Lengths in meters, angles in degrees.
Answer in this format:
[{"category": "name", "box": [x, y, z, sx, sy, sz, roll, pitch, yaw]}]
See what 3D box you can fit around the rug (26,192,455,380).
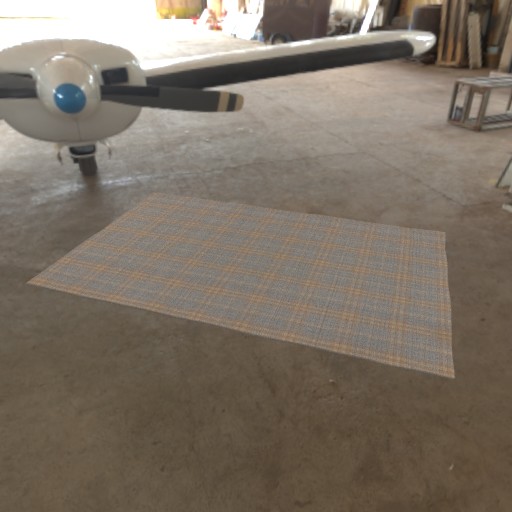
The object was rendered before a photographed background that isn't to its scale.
[{"category": "rug", "box": [0.000, 0.000, 3.000, 2.460, 0.016, 1.545, 10, 32, 16]}]
